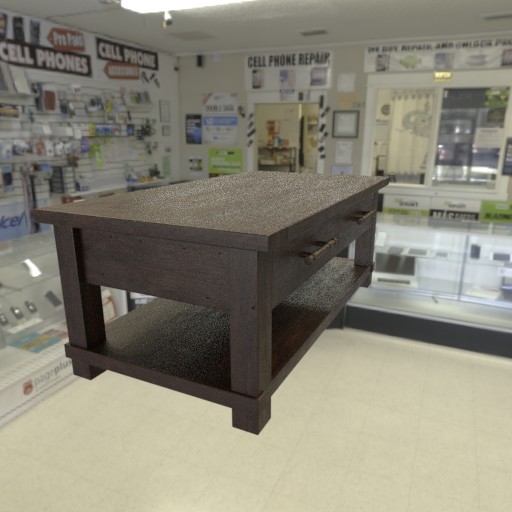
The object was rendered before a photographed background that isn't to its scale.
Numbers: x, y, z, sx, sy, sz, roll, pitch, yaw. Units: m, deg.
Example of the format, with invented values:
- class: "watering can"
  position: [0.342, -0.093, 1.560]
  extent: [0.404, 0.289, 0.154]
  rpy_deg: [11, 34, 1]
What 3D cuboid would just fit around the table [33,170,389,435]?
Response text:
- class: "table"
  position: [0.000, 0.000, 1.626]
  extent: [0.700, 0.494, 1.270]
  rpy_deg: [8, 18, 25]
